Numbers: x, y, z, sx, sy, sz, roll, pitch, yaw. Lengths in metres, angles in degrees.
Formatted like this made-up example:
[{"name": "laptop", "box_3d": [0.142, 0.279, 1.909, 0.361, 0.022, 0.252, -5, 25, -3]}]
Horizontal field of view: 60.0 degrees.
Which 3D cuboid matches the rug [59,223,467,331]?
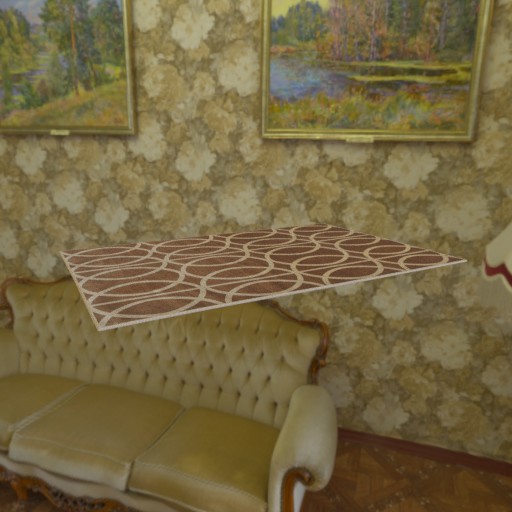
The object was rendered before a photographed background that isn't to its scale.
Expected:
[{"name": "rug", "box_3d": [0.000, 0.000, 2.970, 2.294, 0.014, 1.528, -8, 16, -28]}]
